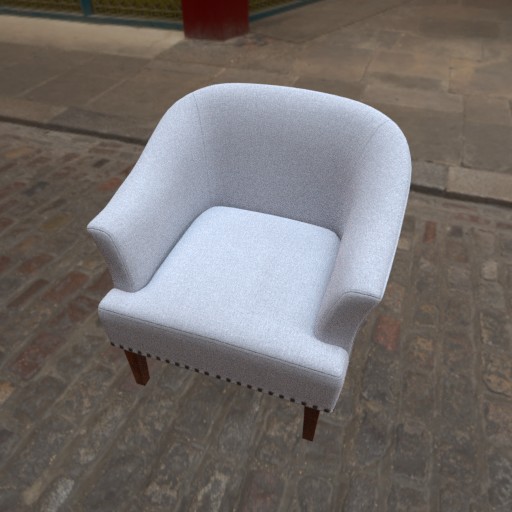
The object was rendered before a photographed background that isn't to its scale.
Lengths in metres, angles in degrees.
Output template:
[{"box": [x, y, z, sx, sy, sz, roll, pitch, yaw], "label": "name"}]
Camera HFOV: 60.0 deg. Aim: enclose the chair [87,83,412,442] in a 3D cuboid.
[{"box": [0.000, 0.000, 1.384, 0.798, 0.815, 0.704, 13, 42, 15], "label": "chair"}]
